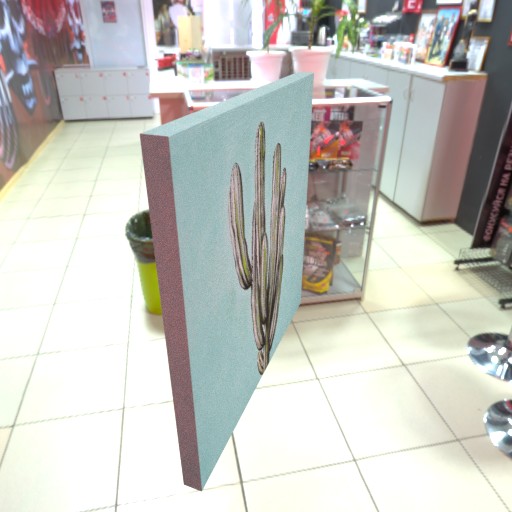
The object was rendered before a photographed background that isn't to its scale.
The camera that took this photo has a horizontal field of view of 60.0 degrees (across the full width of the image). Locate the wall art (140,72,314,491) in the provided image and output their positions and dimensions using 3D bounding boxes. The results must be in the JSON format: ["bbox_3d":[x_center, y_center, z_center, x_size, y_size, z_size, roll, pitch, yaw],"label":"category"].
[{"bbox_3d":[0.000,0.000,0.863,0.036,0.603,0.603,11,31,18],"label":"wall art"}]
